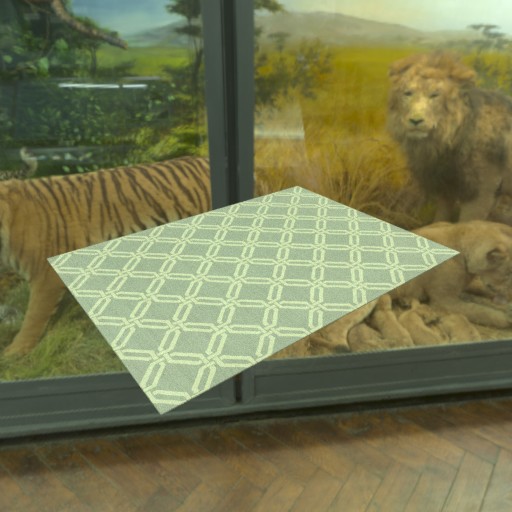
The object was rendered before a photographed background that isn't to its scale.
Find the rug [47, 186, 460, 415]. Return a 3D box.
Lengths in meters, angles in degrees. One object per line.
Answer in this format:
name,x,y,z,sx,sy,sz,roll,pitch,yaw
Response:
rug,0.000,0.000,4.443,3.353,0.013,2.438,-21,35,-32
